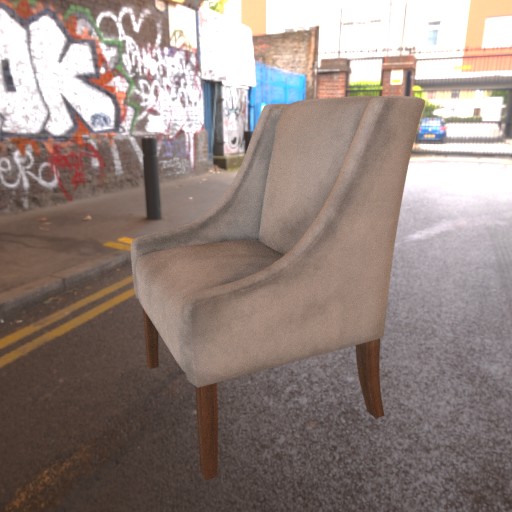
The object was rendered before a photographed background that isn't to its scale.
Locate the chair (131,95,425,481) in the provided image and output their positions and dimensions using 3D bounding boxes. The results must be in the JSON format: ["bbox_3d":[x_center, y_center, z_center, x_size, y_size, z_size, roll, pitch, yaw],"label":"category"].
[{"bbox_3d":[0.000,0.000,1.320,0.629,0.895,0.629,-8,19,-25],"label":"chair"}]
